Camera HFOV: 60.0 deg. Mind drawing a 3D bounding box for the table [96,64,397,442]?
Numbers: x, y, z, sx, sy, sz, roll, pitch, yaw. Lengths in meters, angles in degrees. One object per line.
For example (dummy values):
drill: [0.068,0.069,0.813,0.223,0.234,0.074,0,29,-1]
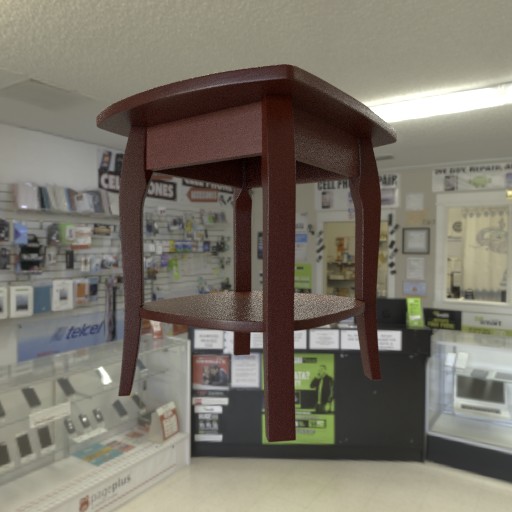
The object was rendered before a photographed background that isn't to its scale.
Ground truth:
table: [0.000,0.000,0.848,0.433,0.496,0.502,1,2,35]
